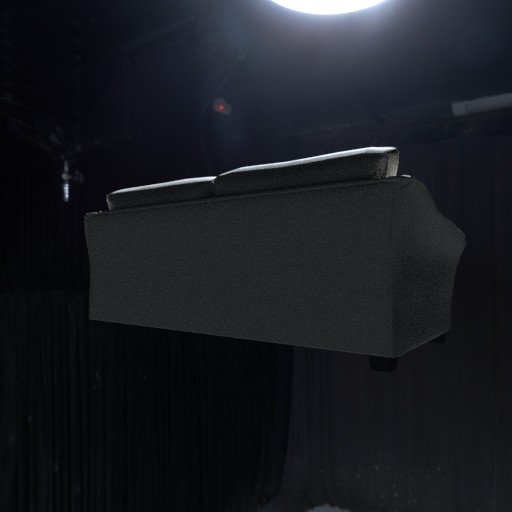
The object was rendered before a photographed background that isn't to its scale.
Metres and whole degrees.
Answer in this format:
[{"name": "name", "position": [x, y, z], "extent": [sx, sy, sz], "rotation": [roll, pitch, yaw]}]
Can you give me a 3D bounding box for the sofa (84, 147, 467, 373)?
[{"name": "sofa", "position": [0.000, 0.000, 2.733], "extent": [2.270, 0.965, 0.980], "rotation": [-1, -1, 37]}]
